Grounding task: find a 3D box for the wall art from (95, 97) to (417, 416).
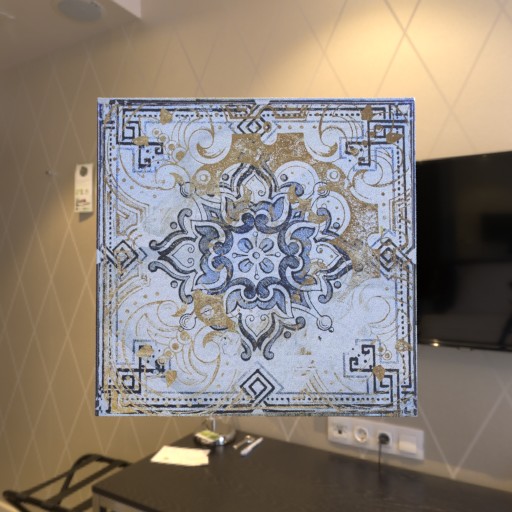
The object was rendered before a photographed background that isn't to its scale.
[{"bbox_3d":[0.000,0.000,0.587,0.411,0.410,0.038,0,-1,0],"label":"wall art"}]
